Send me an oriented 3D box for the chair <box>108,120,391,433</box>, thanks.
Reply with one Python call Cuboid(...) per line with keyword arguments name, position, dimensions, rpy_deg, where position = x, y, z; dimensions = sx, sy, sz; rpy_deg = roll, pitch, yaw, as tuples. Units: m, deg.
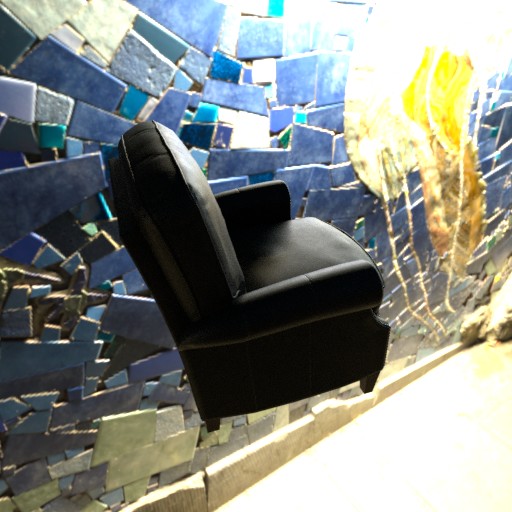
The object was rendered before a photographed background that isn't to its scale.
Cuboid(name="chair", position=(0.000, 0.000, 1.748), dimensions=(0.986, 1.018, 0.936), rpy_deg=(-10, 32, -16))
